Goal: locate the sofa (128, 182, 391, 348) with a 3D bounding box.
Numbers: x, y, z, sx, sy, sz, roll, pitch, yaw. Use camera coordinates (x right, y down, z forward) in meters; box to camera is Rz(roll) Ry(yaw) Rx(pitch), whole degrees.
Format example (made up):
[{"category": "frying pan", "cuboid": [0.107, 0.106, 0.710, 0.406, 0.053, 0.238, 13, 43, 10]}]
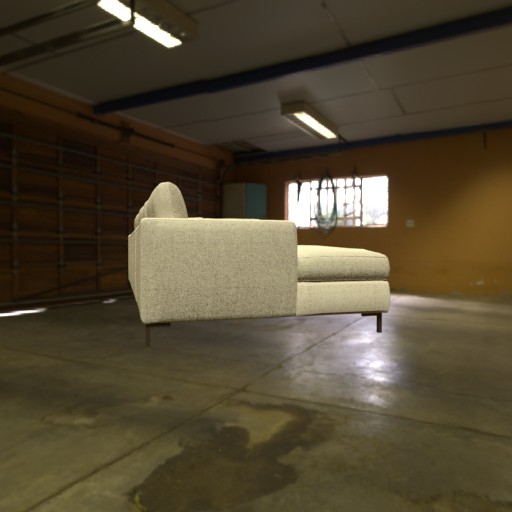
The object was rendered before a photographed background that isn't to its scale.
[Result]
[{"category": "sofa", "cuboid": [0.000, 0.000, 3.474, 1.879, 0.756, 2.737, 0, 1, -17]}]
